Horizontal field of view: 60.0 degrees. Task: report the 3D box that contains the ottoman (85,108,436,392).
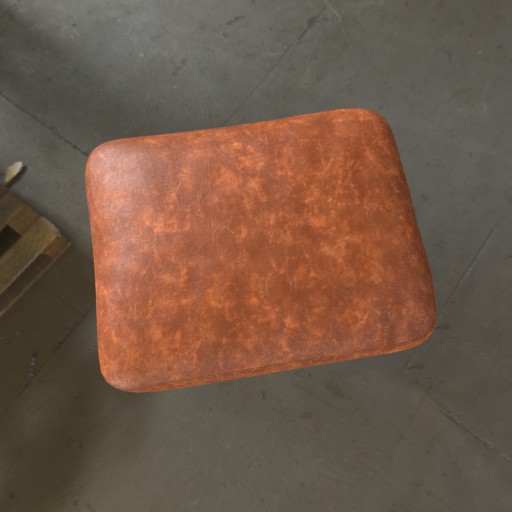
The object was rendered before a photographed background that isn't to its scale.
[{"bbox_3d":[0.000,0.000,1.273,0.832,0.562,0.657,-9,75,-2],"label":"ottoman"}]
